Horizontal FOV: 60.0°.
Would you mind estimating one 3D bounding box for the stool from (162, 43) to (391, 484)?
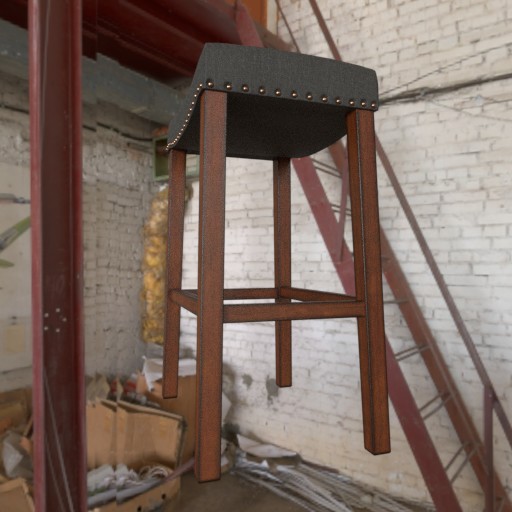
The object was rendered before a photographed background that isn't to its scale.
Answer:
[{"bbox_3d":[0.000,0.000,1.016,0.366,0.748,0.502,0,-1,-19],"label":"stool"}]
